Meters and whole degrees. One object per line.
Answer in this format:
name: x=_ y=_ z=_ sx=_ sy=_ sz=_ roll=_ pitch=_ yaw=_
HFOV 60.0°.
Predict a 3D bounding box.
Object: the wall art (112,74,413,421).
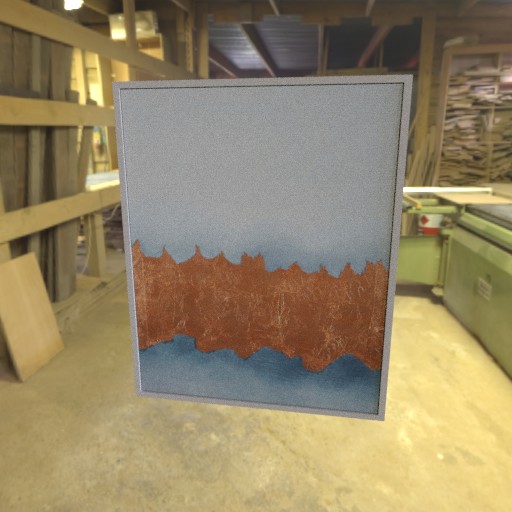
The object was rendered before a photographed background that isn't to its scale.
wall art: x=0.000 y=0.000 z=0.743 sx=0.451 sy=0.553 sz=0.039 roll=2 pitch=15 yaw=10
